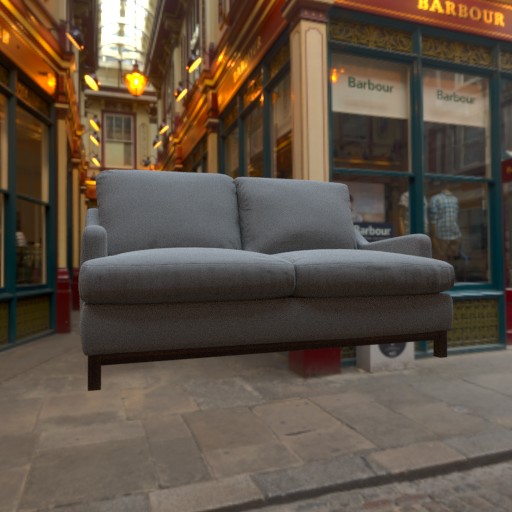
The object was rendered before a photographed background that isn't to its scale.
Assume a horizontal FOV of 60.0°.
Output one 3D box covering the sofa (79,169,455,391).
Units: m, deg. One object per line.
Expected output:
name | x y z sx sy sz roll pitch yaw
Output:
sofa | 0.000 0.000 2.169 1.589 0.921 0.987 0 -1 -20
